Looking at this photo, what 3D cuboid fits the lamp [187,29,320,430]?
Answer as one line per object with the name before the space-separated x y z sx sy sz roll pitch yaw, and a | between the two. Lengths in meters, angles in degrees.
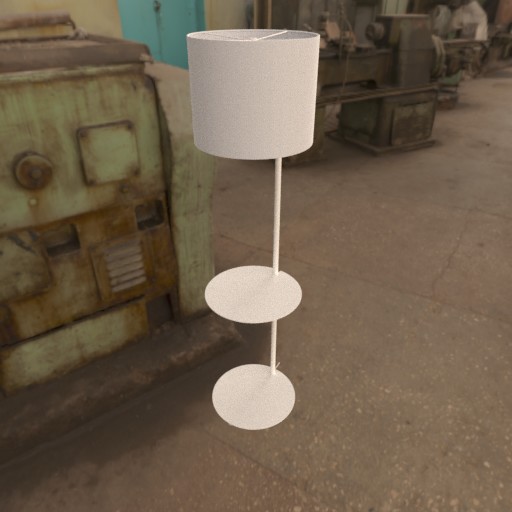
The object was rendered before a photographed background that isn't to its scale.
lamp | 0.000 0.000 1.631 0.372 1.465 0.405 20 36 29
